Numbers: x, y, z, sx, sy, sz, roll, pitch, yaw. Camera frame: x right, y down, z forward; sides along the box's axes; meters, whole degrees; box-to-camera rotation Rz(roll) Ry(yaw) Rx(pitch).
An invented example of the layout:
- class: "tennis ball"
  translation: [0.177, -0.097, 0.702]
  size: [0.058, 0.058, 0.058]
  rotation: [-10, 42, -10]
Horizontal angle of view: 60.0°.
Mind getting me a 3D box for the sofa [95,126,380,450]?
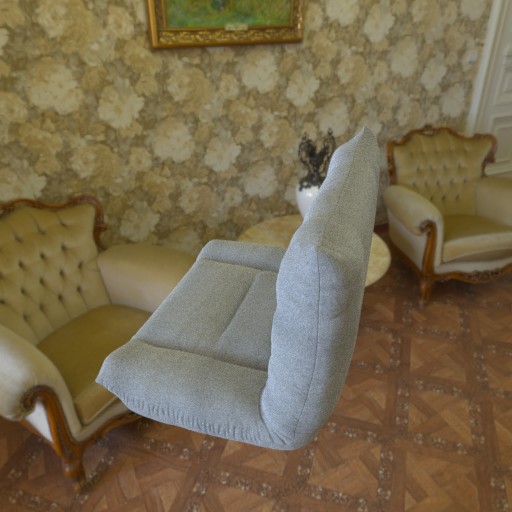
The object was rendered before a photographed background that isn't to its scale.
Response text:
- class: "sofa"
  translation: [0.000, 0.000, 1.724]
  size: [0.847, 0.795, 1.144]
  rotation: [8, 30, 14]
